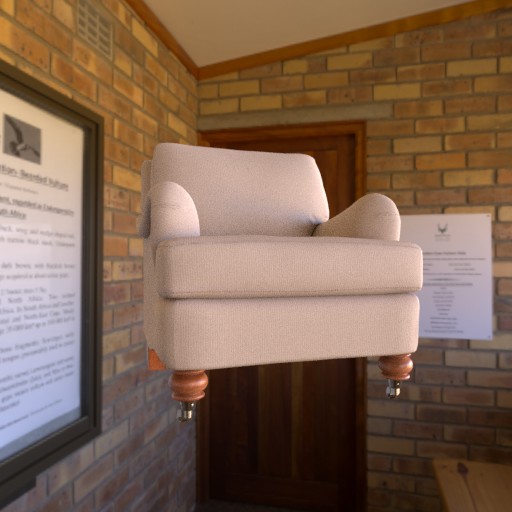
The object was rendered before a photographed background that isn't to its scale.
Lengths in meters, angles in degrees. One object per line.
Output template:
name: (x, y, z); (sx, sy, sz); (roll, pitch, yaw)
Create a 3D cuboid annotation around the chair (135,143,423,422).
chair: (0.000, 0.000, 1.876); (0.955, 1.038, 1.070); (0, -1, -18)
